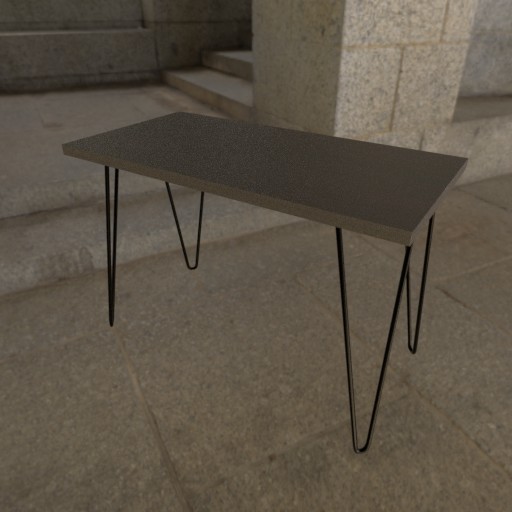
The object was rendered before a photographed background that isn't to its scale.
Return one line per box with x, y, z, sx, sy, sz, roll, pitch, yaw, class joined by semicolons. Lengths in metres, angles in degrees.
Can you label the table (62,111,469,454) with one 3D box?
0.000;0.000;1.369;0.991;0.660;0.499;18;35;28;table
